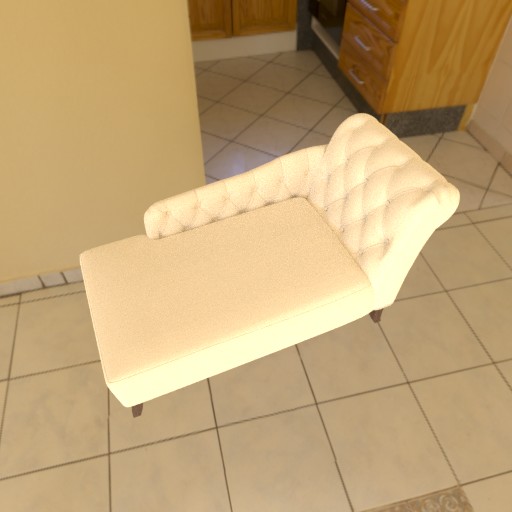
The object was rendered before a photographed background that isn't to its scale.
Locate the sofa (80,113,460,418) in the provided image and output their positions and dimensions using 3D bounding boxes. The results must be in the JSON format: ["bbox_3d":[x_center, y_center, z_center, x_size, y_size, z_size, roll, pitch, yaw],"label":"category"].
[{"bbox_3d":[0.000,0.000,1.863,1.379,0.787,0.675,-17,50,-15],"label":"sofa"}]
